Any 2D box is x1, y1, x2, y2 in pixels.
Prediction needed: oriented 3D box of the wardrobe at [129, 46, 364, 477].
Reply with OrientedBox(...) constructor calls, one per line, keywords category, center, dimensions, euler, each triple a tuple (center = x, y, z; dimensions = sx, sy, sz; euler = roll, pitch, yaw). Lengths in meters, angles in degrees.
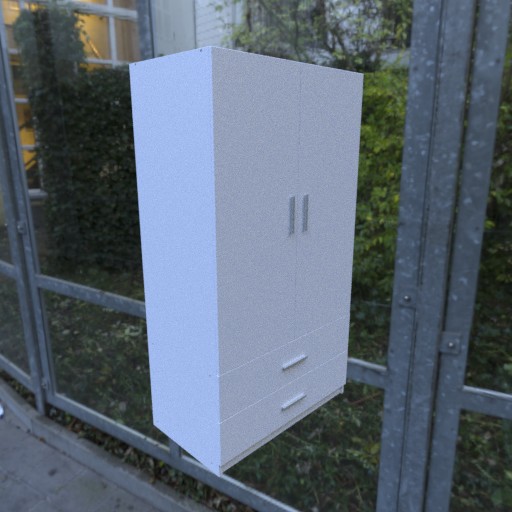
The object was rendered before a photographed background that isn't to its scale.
OrientedBox(category="wardrobe", center=(0.000, 0.000, 2.304), dimensions=(0.577, 1.808, 0.991), euler=(14, 21, 43))
